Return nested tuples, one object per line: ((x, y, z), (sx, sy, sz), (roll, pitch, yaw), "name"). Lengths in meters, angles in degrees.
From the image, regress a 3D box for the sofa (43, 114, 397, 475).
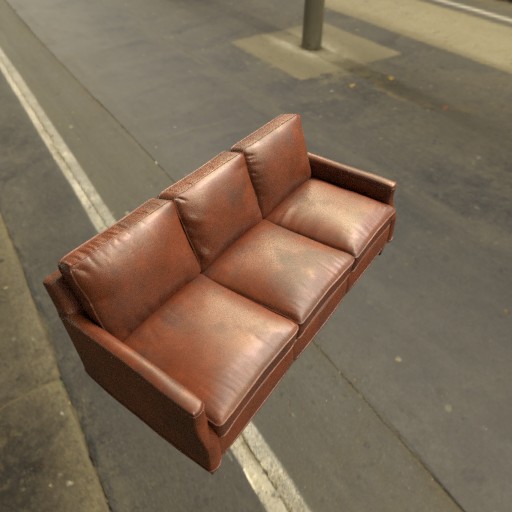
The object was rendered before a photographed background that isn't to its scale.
((0.000, 0.000, 2.841), (1.084, 1.003, 2.240), (26, 49, 25), "sofa")
